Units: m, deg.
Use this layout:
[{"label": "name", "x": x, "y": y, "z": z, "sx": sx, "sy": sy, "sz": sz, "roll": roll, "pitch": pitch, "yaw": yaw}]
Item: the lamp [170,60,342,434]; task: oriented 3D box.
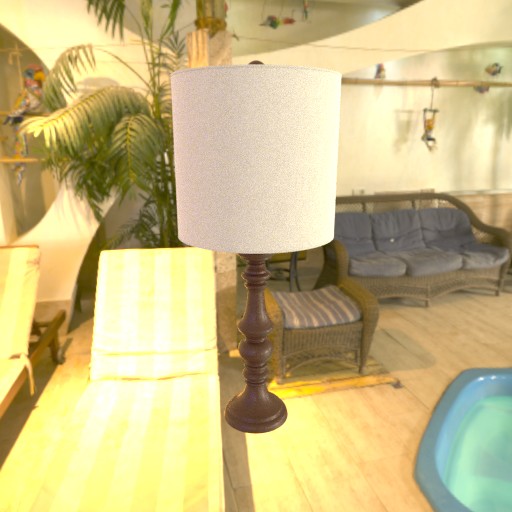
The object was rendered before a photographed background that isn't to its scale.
[{"label": "lamp", "x": 0.000, "y": 0.000, "z": 0.732, "sx": 0.250, "sy": 0.597, "sz": 0.250, "roll": -2, "pitch": 16, "yaw": -8}]
